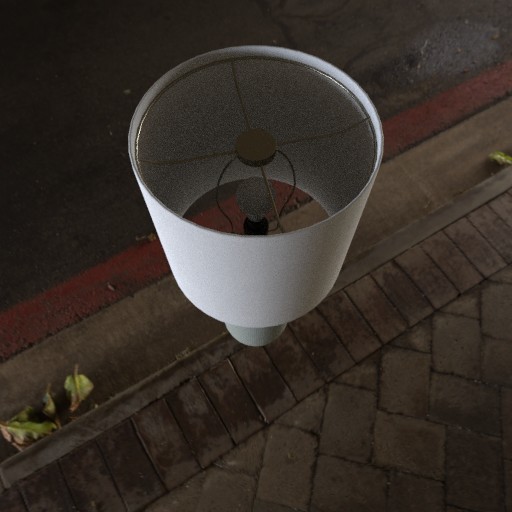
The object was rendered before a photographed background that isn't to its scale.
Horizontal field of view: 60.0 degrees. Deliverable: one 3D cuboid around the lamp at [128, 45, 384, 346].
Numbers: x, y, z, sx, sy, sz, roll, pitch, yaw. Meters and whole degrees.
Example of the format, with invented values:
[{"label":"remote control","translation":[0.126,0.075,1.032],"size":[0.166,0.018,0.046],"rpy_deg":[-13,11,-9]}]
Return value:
[{"label":"lamp","translation":[0.000,0.000,0.596],"size":[0.220,0.475,0.220],"rpy_deg":[1,62,0]}]
